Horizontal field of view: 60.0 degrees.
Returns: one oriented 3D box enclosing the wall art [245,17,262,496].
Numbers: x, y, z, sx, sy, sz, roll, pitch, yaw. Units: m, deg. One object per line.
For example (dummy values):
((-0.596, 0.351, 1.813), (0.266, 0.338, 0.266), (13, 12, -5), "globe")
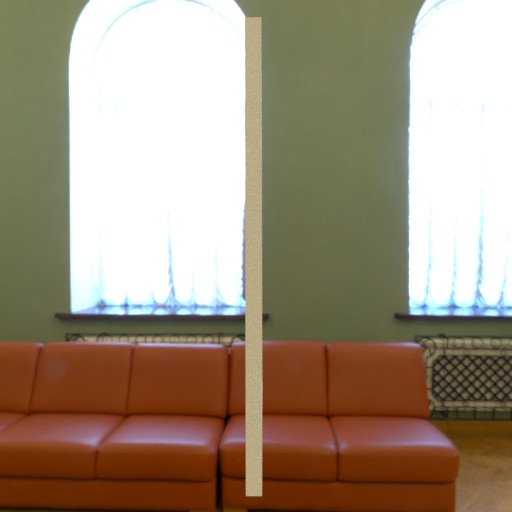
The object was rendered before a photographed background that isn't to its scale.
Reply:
((0.000, 0.000, 1.369), (0.039, 1.050, 0.795), (0, 1, 1), "wall art")
